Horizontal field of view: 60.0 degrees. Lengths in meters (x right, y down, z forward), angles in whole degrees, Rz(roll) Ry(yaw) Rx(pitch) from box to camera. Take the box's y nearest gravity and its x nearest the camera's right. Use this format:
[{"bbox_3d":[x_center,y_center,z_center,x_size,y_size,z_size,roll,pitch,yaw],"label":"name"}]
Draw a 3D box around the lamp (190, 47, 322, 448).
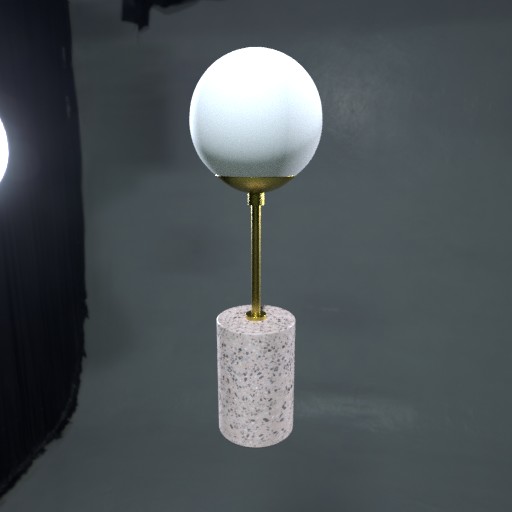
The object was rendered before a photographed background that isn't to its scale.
[{"bbox_3d":[0.000,0.000,0.556,0.153,0.480,0.153,0,14,0],"label":"lamp"}]
